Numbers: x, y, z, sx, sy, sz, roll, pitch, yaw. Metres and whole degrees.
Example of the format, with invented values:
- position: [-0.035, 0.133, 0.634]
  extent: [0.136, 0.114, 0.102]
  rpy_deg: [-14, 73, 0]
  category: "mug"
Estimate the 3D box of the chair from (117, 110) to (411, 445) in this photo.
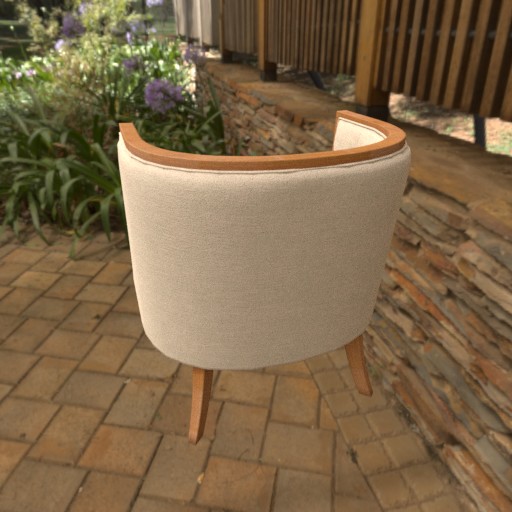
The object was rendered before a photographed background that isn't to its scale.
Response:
- position: [0.000, 0.000, 1.337]
  extent: [0.711, 0.775, 0.757]
  rpy_deg: [-9, 28, -17]
  category: "chair"
